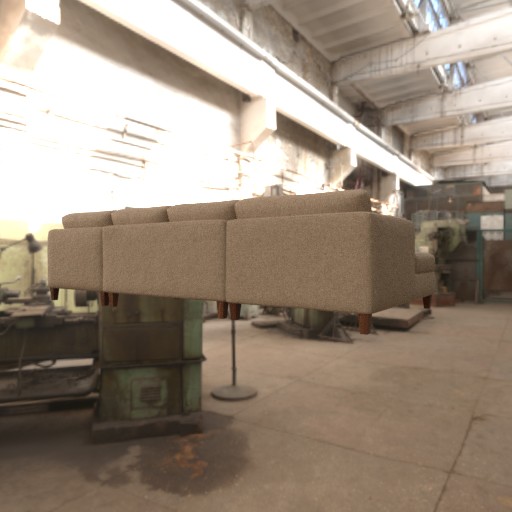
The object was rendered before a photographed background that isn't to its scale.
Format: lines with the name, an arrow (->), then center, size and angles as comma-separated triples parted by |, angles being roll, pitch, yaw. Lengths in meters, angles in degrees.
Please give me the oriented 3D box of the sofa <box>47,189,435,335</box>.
sofa -> 0.000, 0.000, 4.518 | 3.403, 0.889, 2.551 | 0, 1, 35
